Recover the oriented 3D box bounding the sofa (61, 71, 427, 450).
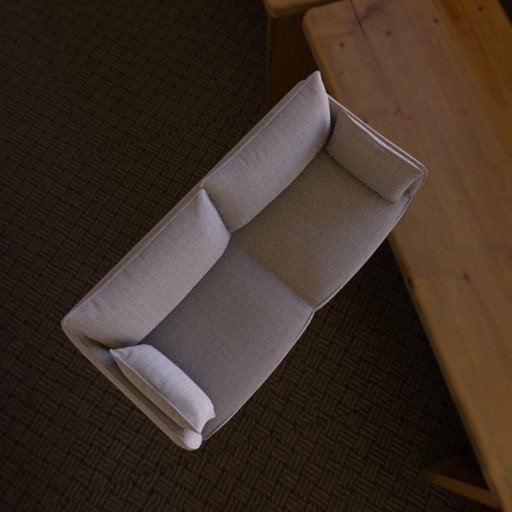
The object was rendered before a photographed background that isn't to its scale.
[{"bbox_3d":[0.000,0.000,2.501,0.972,0.851,1.989,41,78,10],"label":"sofa"}]
